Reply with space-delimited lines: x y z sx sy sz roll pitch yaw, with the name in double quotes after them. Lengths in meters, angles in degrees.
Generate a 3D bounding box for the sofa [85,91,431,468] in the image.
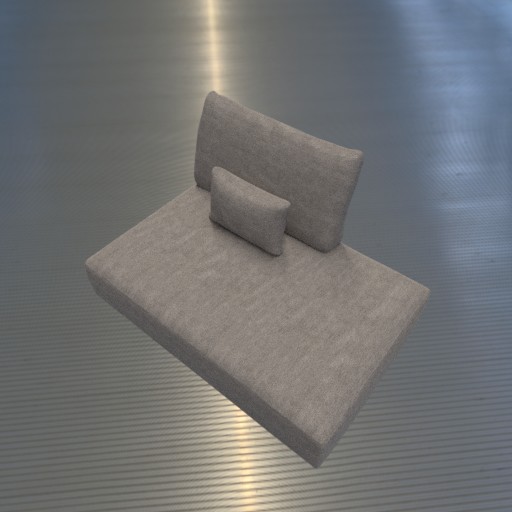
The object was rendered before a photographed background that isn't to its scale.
0.000 0.000 2.057 1.450 0.820 1.002 31 54 25 "sofa"
